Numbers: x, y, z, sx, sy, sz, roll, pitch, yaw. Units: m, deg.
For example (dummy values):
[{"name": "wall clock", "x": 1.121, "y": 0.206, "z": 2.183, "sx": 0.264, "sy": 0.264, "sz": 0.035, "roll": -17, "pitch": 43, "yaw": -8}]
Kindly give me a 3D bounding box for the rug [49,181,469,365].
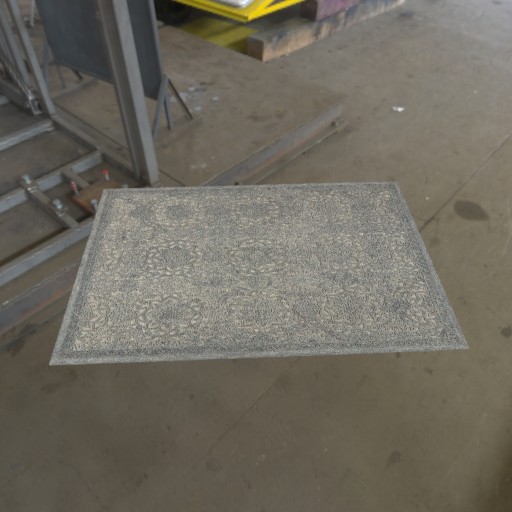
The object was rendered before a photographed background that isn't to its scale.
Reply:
[{"name": "rug", "x": 0.000, "y": 0.000, "z": 2.336, "sx": 1.819, "sy": 0.012, "sz": 1.208, "roll": -2, "pitch": 46, "yaw": -2}]
